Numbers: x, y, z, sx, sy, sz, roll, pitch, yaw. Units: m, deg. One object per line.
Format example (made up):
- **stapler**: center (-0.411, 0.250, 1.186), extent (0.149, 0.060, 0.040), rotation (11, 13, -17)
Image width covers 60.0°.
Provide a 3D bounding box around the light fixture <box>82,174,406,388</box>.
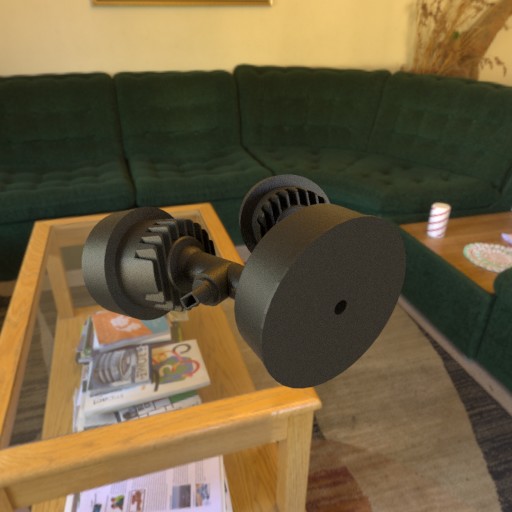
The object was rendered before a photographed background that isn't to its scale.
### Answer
- **light fixture**: center (0.000, 0.000, 0.312), extent (0.213, 0.120, 0.168), rotation (-18, 34, -30)
